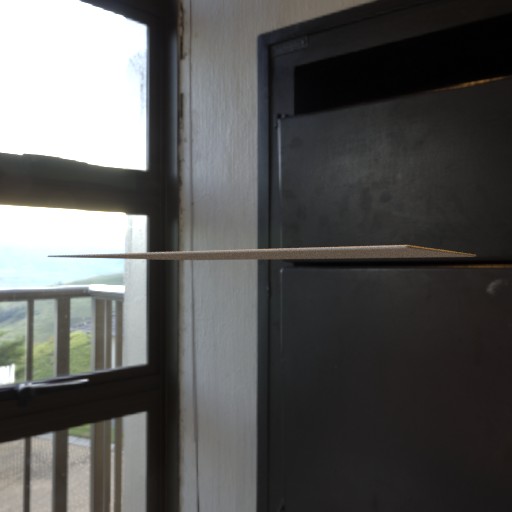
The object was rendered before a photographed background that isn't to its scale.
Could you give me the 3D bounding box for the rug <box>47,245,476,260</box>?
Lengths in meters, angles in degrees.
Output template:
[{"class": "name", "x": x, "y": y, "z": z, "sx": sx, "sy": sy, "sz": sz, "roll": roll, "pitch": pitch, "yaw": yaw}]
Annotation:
[{"class": "rug", "x": 0.000, "y": 0.000, "z": 2.959, "sx": 2.441, "sy": 0.014, "sz": 1.531, "roll": -1, "pitch": -2, "yaw": 35}]
